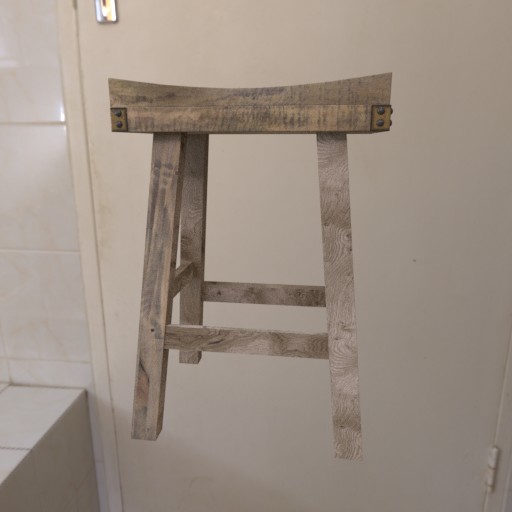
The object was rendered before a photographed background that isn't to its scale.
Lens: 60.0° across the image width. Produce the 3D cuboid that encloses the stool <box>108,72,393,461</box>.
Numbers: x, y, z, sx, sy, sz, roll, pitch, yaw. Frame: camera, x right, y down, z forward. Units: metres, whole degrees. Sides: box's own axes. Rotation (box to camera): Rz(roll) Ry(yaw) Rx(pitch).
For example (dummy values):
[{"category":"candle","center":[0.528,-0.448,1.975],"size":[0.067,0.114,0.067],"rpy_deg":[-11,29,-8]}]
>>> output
[{"category":"stool","center":[0.000,0.000,0.877],"size":[0.450,0.635,0.330],"rpy_deg":[2,15,8]}]
